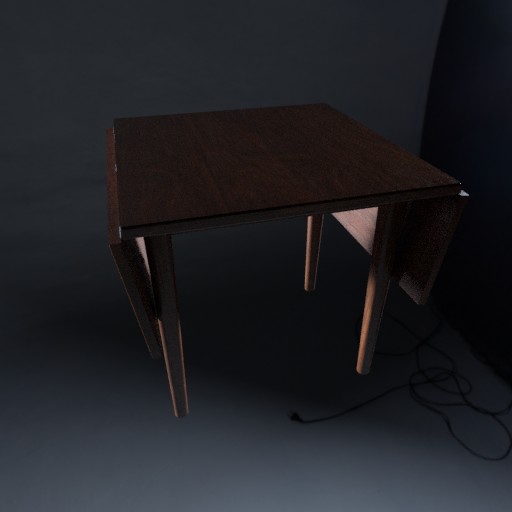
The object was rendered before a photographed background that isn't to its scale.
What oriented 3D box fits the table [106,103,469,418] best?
[{"bbox_3d":[0.000,0.000,1.488,0.843,0.763,0.812,-9,34,-14],"label":"table"}]
